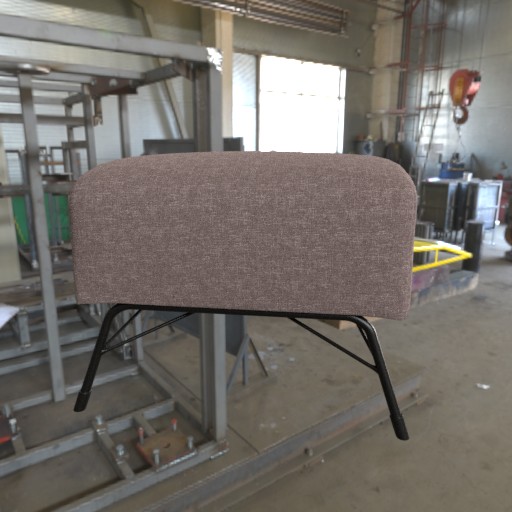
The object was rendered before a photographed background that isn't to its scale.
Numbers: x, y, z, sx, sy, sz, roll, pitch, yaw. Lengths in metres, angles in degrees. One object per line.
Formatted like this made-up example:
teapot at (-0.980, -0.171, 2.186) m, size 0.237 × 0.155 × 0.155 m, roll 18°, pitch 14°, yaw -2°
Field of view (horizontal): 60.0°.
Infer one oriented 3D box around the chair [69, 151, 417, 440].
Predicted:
chair at (0.000, 0.000, 0.889) m, size 0.530 × 0.410 × 0.530 m, roll 2°, pitch 14°, yaw 8°
